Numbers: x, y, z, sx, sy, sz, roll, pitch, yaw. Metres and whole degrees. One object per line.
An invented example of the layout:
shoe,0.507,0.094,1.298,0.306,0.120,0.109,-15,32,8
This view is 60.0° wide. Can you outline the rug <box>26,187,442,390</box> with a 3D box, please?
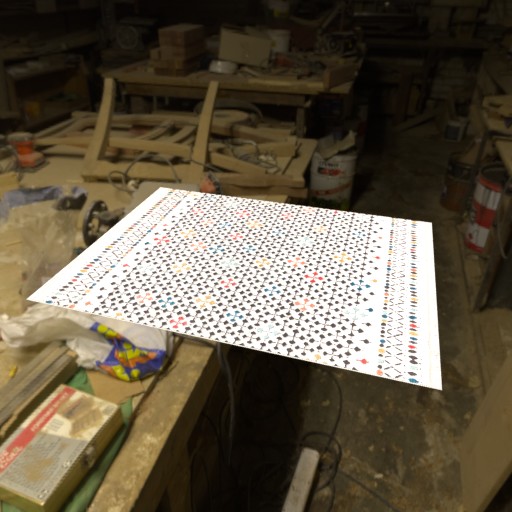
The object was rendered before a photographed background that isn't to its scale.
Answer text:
rug,0.000,0.000,4.168,3.196,0.007,2.354,9,34,14
